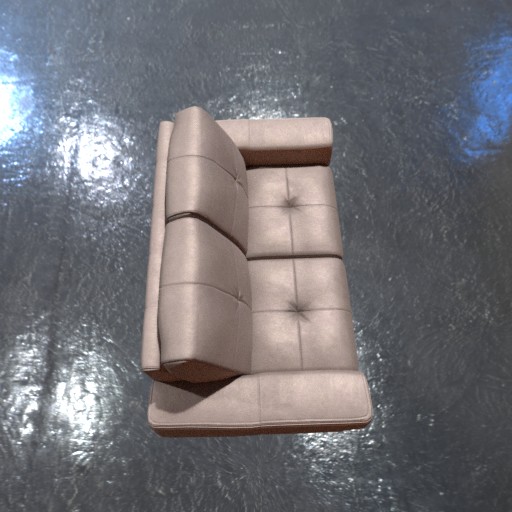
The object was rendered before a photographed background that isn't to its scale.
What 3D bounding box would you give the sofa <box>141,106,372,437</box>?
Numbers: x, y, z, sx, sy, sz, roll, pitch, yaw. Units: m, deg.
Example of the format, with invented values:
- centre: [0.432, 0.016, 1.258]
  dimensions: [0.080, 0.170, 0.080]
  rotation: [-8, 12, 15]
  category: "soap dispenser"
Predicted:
- centre: [0.000, 0.000, 2.408]
  dimensions: [1.018, 0.907, 1.806]
  rotation: [-2, 64, -1]
  category: "sofa"
